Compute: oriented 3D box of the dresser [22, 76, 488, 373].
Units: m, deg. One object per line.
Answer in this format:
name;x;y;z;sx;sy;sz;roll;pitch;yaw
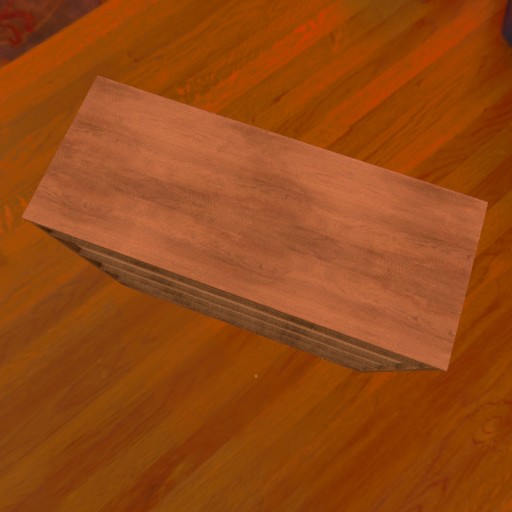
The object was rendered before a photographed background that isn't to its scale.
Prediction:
dresser;0.000;0.000;1.411;0.994;0.816;0.404;19;76;5
